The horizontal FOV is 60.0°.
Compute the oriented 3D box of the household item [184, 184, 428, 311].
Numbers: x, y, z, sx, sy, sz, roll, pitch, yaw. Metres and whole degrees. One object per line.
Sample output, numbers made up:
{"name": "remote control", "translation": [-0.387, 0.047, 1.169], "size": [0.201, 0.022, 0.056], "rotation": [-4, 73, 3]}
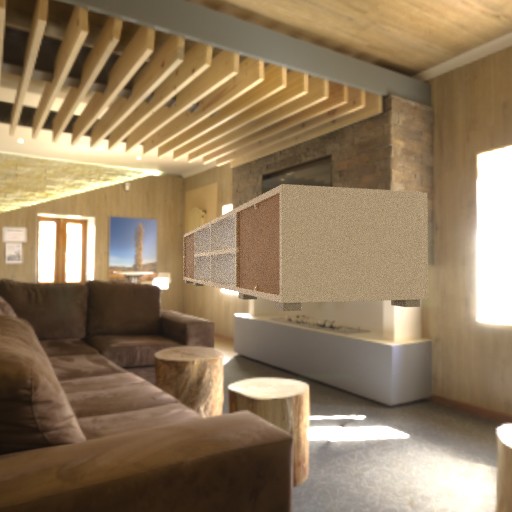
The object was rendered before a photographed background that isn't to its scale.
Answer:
{"name": "household item", "translation": [0.000, 0.000, 2.025], "size": [0.420, 0.310, 1.850], "rotation": [0, -1, -17]}
